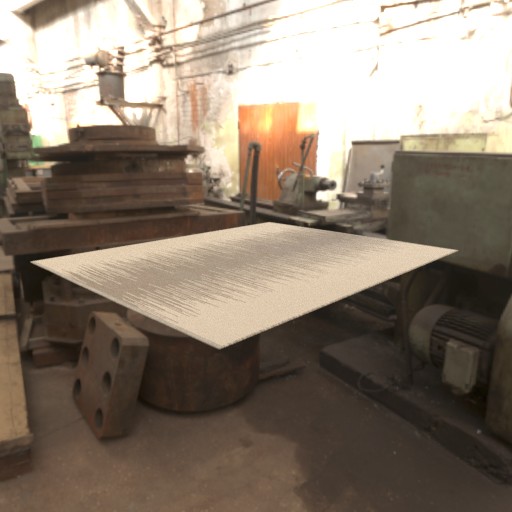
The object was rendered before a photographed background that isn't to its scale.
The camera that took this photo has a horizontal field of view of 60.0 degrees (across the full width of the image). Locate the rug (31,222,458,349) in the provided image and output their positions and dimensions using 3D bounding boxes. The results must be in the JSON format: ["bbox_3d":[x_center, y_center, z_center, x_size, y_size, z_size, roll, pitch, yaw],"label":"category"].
[{"bbox_3d":[0.000,0.000,4.009,2.453,0.010,3.037,13,18,43],"label":"rug"}]
